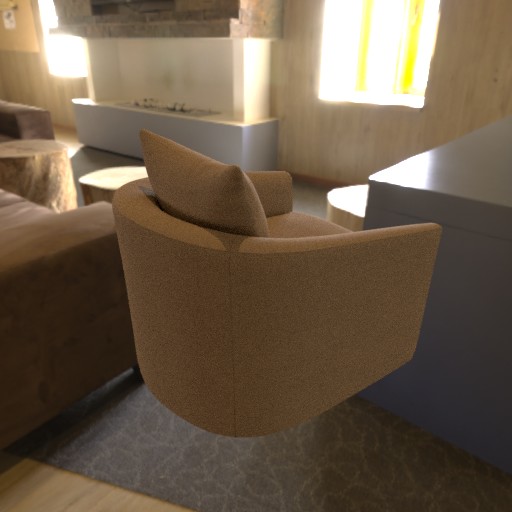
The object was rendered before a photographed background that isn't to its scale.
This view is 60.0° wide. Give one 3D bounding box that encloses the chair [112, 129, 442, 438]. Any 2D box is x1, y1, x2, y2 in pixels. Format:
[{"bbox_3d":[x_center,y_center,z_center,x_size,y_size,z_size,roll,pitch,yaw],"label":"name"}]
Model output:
[{"bbox_3d":[0.000,0.000,1.561,0.910,0.848,0.845,-17,31,-31],"label":"chair"}]
